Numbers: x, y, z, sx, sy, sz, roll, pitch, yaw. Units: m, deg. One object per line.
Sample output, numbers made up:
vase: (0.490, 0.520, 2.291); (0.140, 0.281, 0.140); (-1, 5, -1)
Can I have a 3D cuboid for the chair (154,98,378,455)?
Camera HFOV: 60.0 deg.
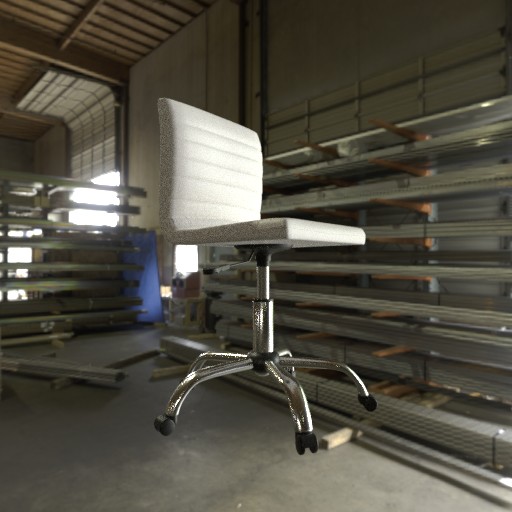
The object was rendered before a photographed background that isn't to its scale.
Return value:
chair: (0.000, 0.000, 1.143); (0.530, 0.780, 0.556); (0, -1, 37)
